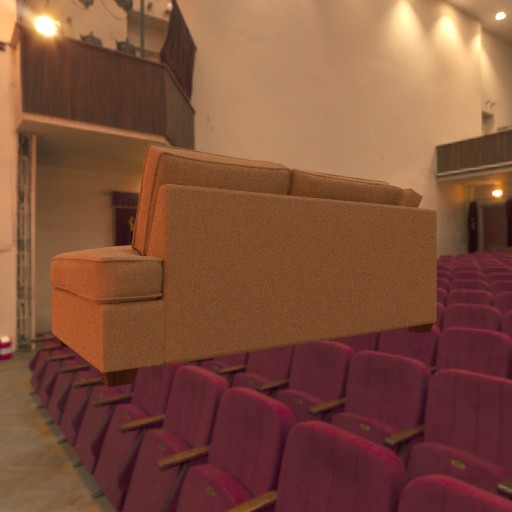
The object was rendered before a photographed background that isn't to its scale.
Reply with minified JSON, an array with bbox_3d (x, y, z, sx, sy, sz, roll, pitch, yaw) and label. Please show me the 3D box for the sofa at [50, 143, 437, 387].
[{"bbox_3d":[0.000,0.000,2.783,2.237,1.033,1.110,0,1,-35],"label":"sofa"}]
